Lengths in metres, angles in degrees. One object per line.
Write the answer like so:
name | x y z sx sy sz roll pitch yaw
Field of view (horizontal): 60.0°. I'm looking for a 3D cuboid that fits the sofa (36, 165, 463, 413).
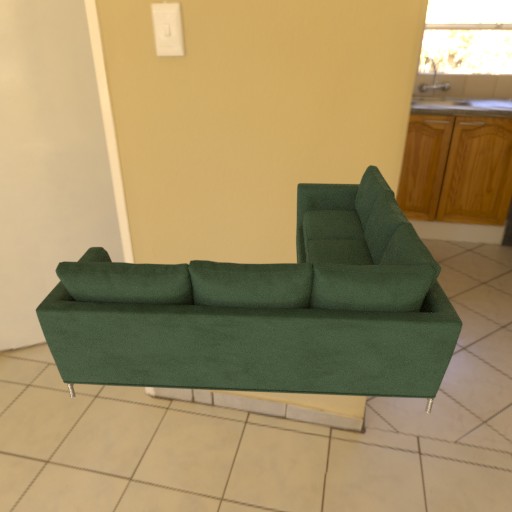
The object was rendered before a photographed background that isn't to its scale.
sofa | 0.000 0.000 3.714 2.452 1.004 2.468 1 27 3
